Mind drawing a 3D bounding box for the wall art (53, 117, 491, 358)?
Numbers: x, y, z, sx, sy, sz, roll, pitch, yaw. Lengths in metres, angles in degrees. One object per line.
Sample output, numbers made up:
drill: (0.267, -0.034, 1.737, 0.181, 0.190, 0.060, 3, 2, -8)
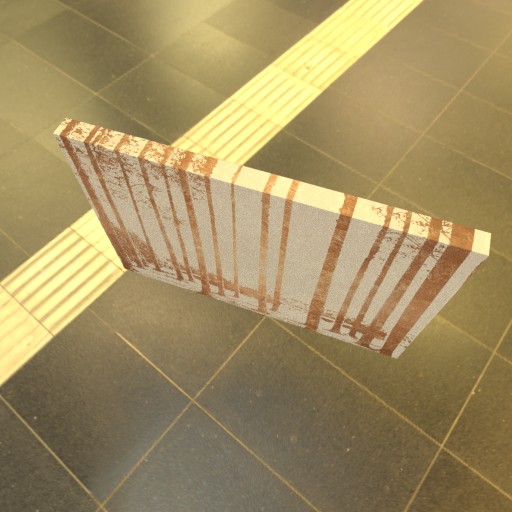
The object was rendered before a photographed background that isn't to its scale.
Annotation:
wall art: (0.000, 0.000, 0.769, 0.609, 0.405, 0.035, 17, 61, 10)
